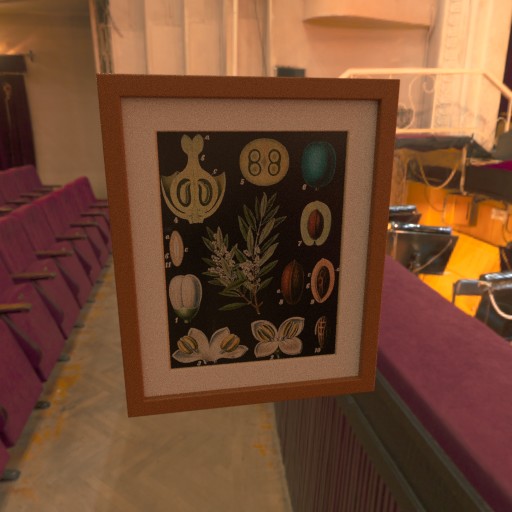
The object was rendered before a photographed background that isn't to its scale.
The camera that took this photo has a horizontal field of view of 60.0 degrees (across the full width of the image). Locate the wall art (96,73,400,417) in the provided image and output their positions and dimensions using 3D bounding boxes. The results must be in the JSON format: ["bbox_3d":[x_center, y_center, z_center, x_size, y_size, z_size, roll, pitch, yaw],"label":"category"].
[{"bbox_3d":[0.000,0.000,0.503,0.310,0.379,0.015,-3,16,-10],"label":"wall art"}]
